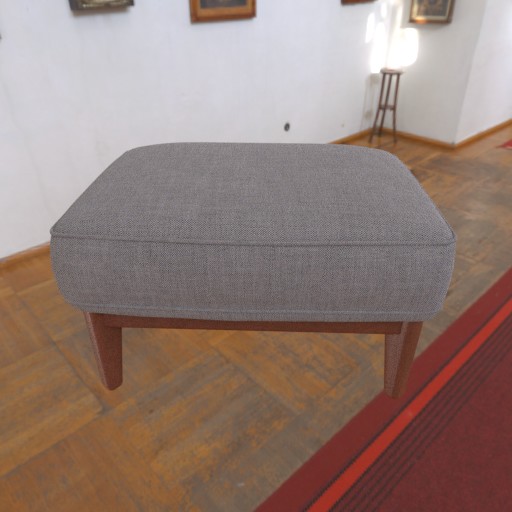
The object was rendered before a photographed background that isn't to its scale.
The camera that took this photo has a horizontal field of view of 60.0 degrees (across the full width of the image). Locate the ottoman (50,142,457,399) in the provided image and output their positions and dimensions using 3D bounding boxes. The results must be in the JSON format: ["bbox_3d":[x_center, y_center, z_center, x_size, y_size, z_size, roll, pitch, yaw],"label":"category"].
[{"bbox_3d":[0.000,0.000,1.074,0.750,0.458,0.555,1,31,2],"label":"ottoman"}]
